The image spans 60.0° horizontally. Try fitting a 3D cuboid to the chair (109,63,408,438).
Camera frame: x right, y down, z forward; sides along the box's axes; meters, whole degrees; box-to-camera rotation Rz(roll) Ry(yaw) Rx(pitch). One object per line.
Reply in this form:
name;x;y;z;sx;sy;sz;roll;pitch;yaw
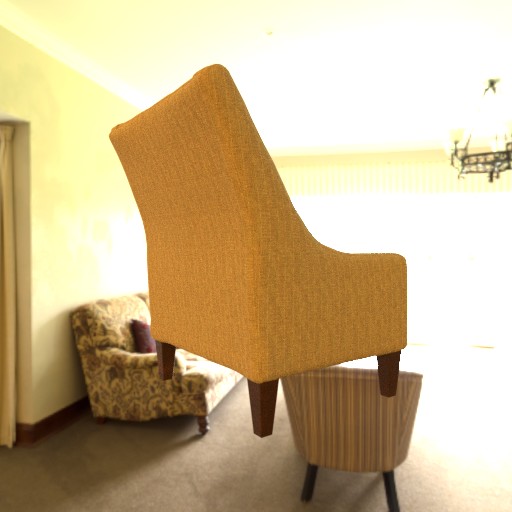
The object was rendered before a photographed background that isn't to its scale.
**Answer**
chair;0.000;0.000;1.665;0.870;1.014;0.774;-1;2;-36
